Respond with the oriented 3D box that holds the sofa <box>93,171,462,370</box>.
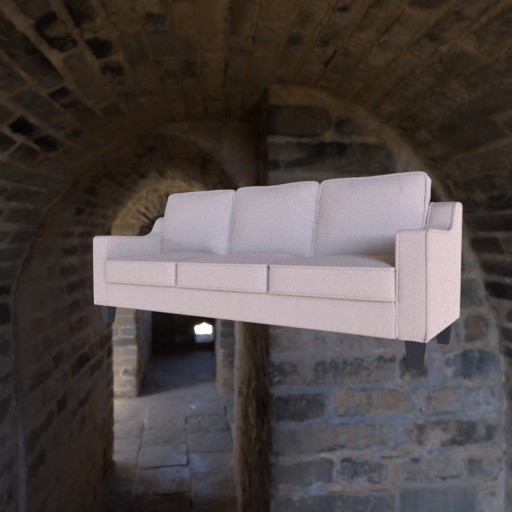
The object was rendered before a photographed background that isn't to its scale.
[{"bbox_3d":[0.000,0.000,2.639,2.131,0.902,0.791,1,1,34],"label":"sofa"}]
